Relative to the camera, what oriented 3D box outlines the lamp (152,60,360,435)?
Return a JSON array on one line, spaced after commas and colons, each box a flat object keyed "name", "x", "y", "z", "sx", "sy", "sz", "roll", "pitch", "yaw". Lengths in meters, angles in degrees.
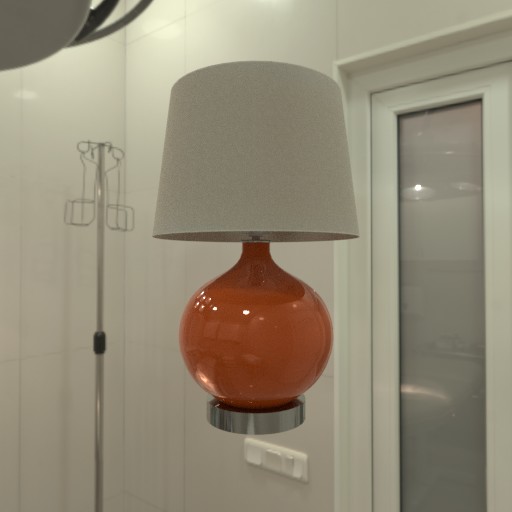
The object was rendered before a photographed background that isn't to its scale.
[{"name": "lamp", "x": 0.000, "y": 0.000, "z": 0.540, "sx": 0.247, "sy": 0.387, "sz": 0.247, "roll": 0, "pitch": -1, "yaw": 0}]
